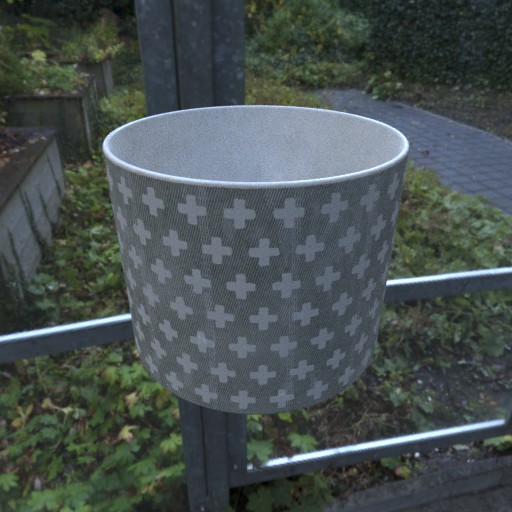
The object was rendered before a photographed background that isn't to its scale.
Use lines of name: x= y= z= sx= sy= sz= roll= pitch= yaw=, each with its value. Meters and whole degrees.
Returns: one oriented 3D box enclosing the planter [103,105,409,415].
planter: x=0.000 y=0.000 z=0.434 sx=0.250 sy=0.239 sz=0.250 roll=0 pitch=29 yaw=0
